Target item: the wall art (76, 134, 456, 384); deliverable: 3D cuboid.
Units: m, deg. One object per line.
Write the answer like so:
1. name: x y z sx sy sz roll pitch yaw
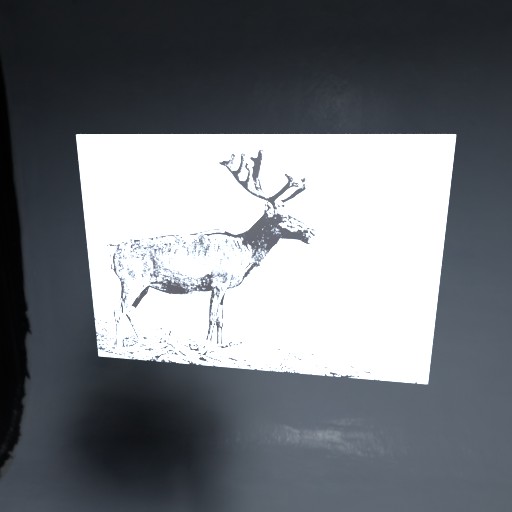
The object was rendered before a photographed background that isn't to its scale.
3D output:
1. wall art: 0.000 0.000 0.491 0.381 0.259 0.038 3 15 9
